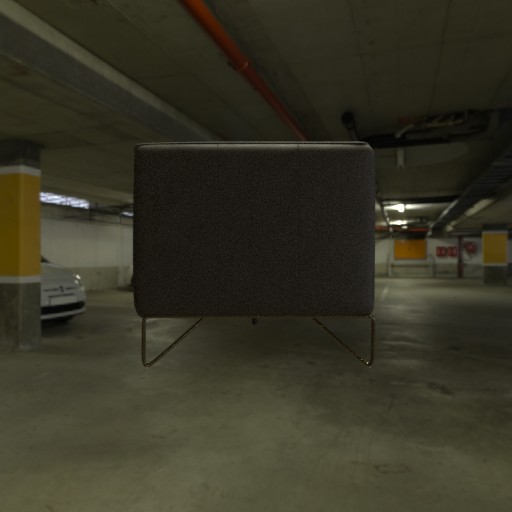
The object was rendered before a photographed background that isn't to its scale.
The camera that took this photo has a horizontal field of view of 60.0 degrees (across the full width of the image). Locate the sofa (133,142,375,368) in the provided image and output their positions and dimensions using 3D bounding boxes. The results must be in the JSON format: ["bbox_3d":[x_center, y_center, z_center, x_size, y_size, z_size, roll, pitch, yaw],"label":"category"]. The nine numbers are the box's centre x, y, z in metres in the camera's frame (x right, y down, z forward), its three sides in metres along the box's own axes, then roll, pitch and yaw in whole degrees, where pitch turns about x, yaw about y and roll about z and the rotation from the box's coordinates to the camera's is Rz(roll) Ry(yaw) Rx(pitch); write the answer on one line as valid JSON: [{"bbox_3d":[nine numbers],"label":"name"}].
[{"bbox_3d":[0.000,0.000,2.552,0.867,0.789,2.087,0,0,0],"label":"sofa"}]
